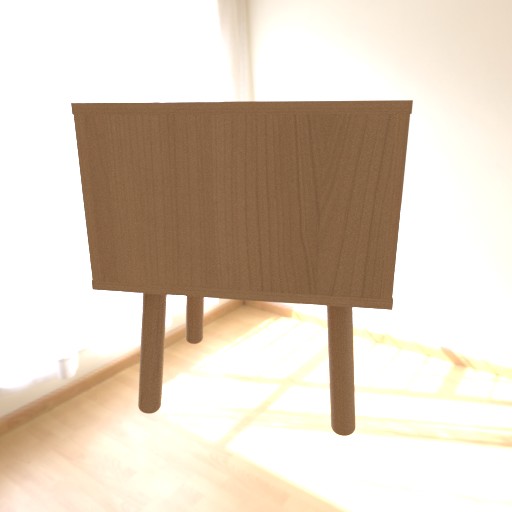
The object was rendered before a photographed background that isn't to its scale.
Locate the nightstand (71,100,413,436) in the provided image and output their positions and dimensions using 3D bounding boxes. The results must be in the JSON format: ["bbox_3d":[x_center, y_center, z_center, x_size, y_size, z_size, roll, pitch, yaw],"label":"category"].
[{"bbox_3d":[0.000,0.000,0.827,0.450,0.530,0.380,3,17,9],"label":"nightstand"}]
